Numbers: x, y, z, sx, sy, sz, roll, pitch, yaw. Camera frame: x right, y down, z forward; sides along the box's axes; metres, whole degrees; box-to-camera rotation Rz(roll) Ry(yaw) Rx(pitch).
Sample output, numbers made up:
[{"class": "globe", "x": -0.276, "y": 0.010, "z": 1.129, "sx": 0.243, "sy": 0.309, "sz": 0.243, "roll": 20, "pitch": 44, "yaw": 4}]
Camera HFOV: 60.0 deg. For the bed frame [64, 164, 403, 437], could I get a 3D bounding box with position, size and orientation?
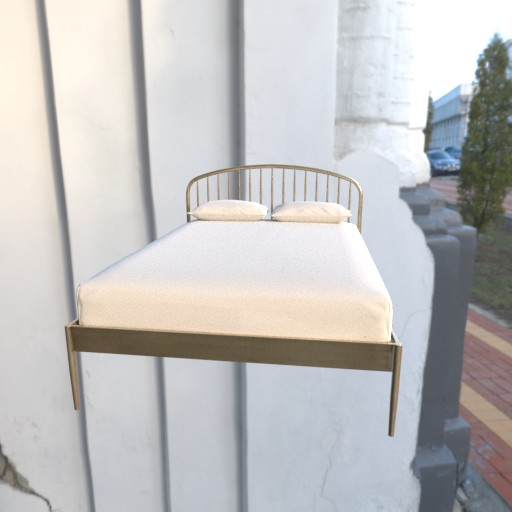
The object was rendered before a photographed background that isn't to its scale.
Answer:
[{"class": "bed frame", "x": 0.000, "y": 0.000, "z": 3.071, "sx": 1.612, "sy": 1.175, "sz": 2.152, "roll": 2, "pitch": 14, "yaw": 8}]
